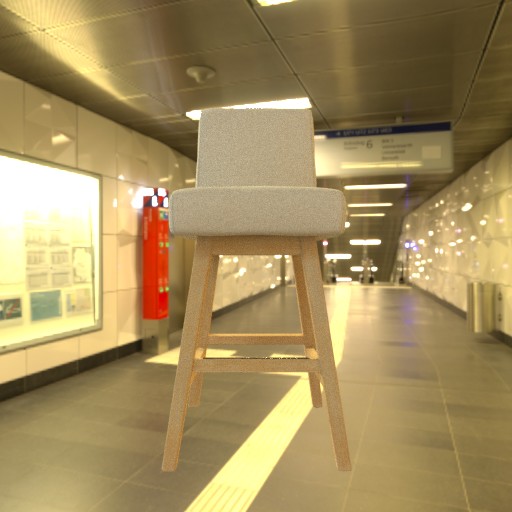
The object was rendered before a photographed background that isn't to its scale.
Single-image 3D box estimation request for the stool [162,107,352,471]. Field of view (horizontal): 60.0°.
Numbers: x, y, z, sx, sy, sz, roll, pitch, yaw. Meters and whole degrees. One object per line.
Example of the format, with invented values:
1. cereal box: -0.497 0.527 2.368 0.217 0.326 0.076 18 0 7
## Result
1. stool: 0.000 0.000 1.293 0.446 1.015 0.543 0 0 0
